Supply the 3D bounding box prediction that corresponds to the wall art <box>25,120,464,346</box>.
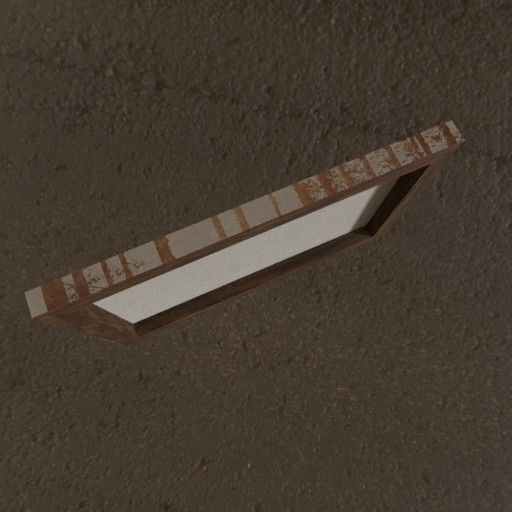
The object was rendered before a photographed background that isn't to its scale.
[{"bbox_3d":[0.000,0.000,0.772,0.609,0.405,0.035,-23,75,-6],"label":"wall art"}]
